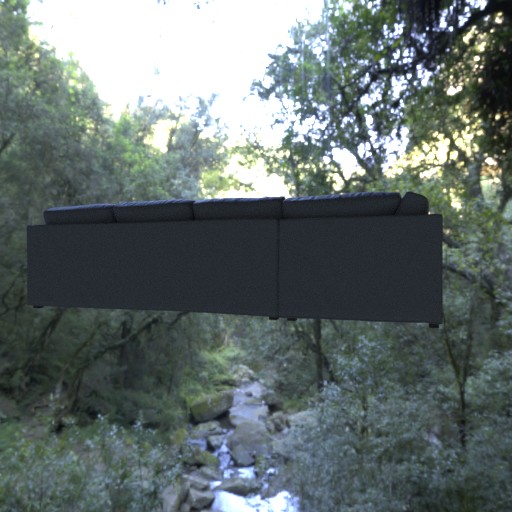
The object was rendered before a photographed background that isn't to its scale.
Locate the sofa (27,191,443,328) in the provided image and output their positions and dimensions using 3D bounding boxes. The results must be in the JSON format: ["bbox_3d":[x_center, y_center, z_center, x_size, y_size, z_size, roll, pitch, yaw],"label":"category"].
[{"bbox_3d":[0.000,0.000,4.270,3.182,0.871,2.432,0,0,19],"label":"sofa"}]
